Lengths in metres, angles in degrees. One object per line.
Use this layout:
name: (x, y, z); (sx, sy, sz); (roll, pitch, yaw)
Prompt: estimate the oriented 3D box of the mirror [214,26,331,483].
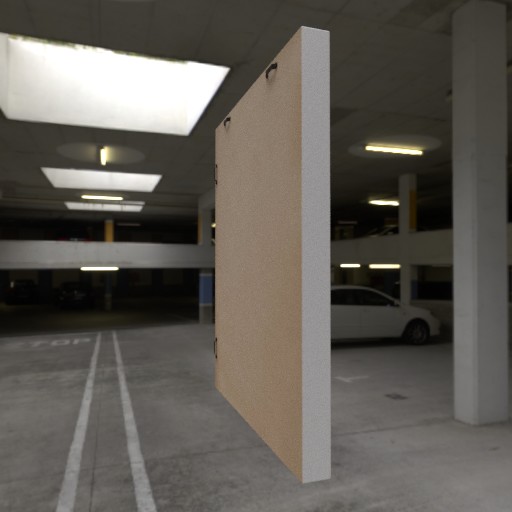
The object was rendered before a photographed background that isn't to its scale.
mirror: (0.000, 0.000, 0.688); (0.041, 0.508, 0.405); (0, -1, -19)
